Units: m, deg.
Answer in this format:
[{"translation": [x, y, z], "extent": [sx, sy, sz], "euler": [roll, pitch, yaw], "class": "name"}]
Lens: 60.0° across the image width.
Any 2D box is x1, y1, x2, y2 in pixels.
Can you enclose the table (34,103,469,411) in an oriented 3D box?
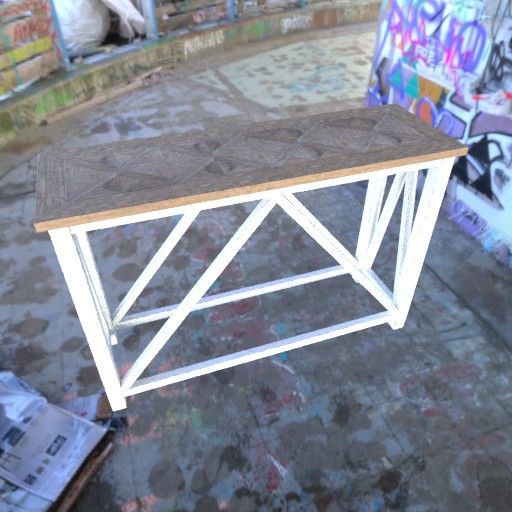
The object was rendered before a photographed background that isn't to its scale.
[{"translation": [0.000, 0.000, 1.804], "extent": [1.400, 0.930, 0.450], "euler": [-12, 40, -15], "class": "table"}]
